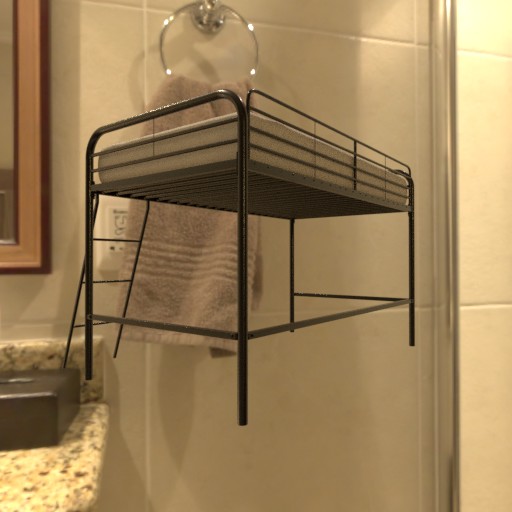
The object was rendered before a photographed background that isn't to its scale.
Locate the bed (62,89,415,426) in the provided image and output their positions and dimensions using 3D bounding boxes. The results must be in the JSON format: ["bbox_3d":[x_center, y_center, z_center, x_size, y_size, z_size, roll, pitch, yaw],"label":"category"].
[{"bbox_3d":[0.000,0.000,2.844,1.393,1.289,1.968,0,-1,38],"label":"bed"}]
